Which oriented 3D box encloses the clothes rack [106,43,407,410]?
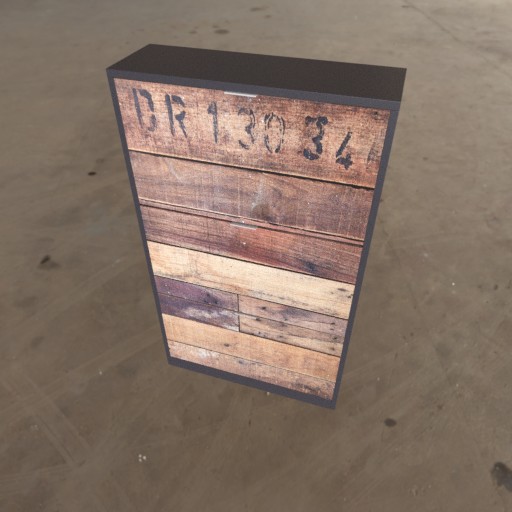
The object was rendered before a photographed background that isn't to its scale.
[{"bbox_3d":[0.000,0.000,1.569,0.750,1.280,0.250,12,42,13],"label":"clothes rack"}]
